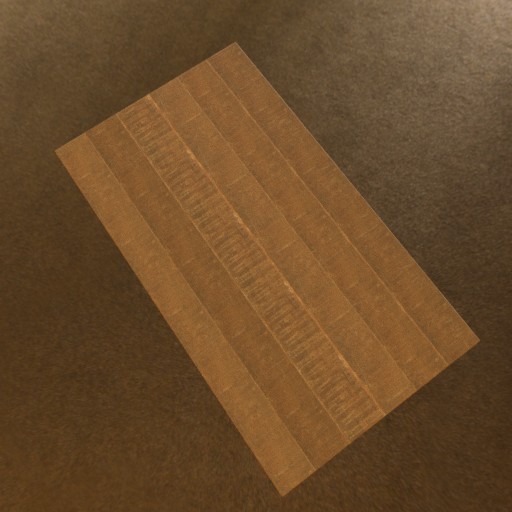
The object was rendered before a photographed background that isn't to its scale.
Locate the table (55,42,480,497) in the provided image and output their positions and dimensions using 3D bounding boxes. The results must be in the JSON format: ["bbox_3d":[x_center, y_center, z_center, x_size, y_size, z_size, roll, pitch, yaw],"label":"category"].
[{"bbox_3d":[0.000,0.000,1.740,0.800,0.440,1.400,-35,79,-8],"label":"table"}]
